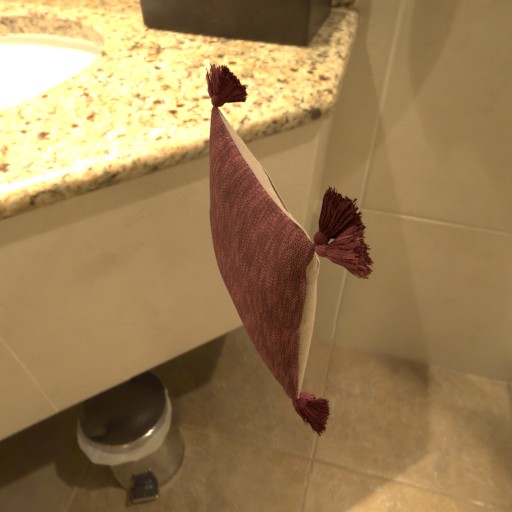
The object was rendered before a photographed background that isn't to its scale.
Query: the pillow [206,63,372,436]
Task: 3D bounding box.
[{"bbox_3d":[0.000,0.000,0.973,0.138,0.659,0.641,-16,48,-15],"label":"pillow"}]
